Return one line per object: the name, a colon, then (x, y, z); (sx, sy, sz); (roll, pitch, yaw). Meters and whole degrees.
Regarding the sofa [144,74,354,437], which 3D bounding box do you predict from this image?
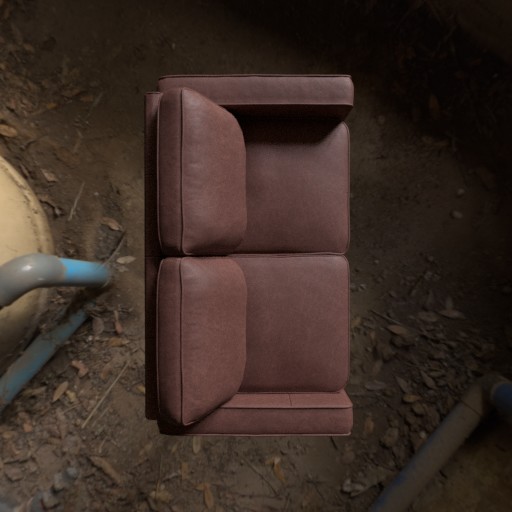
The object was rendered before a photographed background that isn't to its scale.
sofa: (0.000, 0.000, 2.220); (0.947, 0.918, 1.709); (0, 91, 0)
